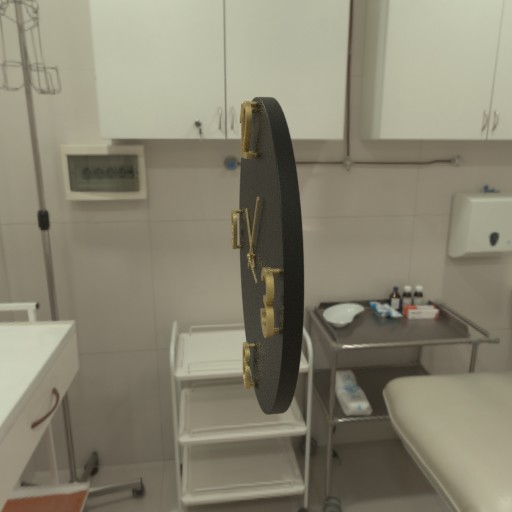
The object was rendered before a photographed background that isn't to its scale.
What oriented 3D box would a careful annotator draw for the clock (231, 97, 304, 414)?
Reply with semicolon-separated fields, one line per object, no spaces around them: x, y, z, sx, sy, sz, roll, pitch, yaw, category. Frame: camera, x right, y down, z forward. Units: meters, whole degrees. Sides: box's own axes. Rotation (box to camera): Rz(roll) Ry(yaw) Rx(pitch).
0.000;0.000;0.672;0.038;0.454;0.454;-2;15;-8;clock
